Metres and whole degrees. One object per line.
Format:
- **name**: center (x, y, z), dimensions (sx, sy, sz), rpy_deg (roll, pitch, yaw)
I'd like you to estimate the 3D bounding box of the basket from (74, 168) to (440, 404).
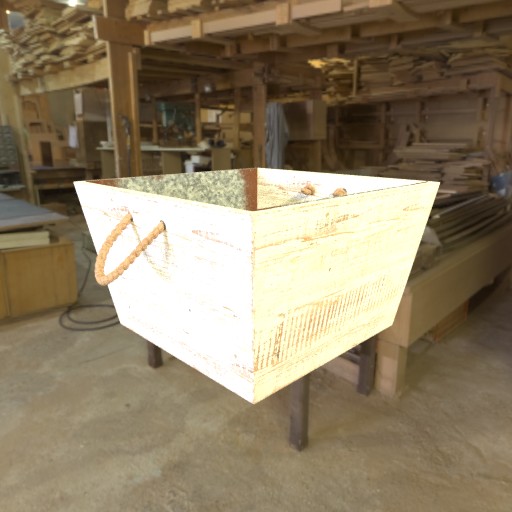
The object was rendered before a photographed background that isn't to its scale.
- **basket**: center (0.000, 0.000, 0.738), dimensions (0.545, 0.247, 0.413), rpy_deg (-15, 21, -42)
